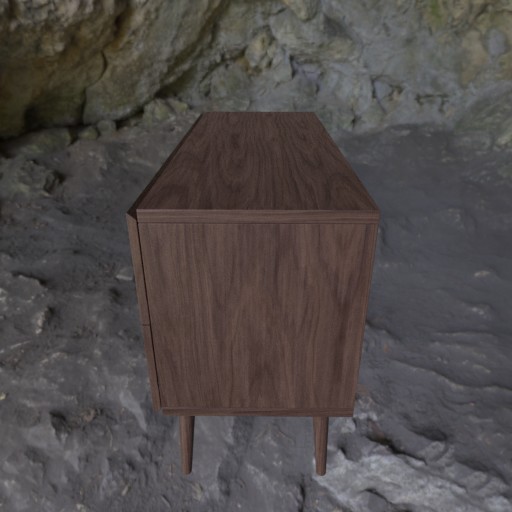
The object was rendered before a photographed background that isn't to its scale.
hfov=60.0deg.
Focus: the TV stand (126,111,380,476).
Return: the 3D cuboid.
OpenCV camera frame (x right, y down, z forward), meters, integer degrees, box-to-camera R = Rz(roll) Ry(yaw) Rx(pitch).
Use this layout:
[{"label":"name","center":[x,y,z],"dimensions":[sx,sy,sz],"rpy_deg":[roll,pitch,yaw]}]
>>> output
[{"label":"TV stand","center":[0.000,0.000,1.293],"dimensions":[0.405,0.660,0.990],"rpy_deg":[0,27,1]}]
